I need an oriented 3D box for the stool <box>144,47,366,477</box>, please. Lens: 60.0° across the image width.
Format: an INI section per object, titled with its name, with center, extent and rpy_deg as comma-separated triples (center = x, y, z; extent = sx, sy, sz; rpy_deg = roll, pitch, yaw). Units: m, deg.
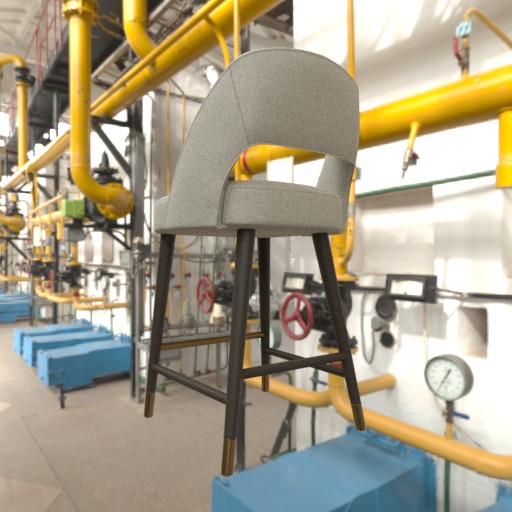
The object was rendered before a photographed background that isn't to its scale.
[stool]
center = 0.000, 0.000, 1.228
extent = 0.494, 0.940, 0.509
rpy_deg = 0, 0, -36
